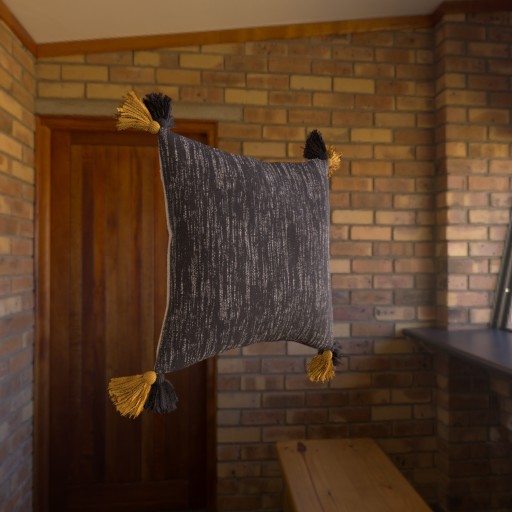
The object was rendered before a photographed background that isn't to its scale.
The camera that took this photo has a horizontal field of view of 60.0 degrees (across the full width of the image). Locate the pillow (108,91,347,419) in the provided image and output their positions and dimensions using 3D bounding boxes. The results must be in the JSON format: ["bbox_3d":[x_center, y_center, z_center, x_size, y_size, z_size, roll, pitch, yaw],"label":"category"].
[{"bbox_3d":[0.000,0.000,0.991,0.654,0.659,0.139,0,-1,-37],"label":"pillow"}]
